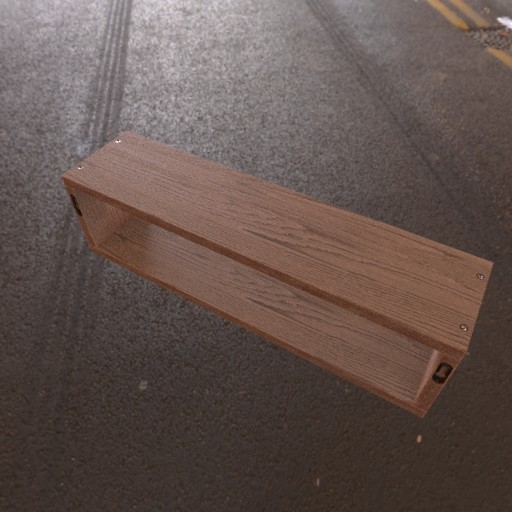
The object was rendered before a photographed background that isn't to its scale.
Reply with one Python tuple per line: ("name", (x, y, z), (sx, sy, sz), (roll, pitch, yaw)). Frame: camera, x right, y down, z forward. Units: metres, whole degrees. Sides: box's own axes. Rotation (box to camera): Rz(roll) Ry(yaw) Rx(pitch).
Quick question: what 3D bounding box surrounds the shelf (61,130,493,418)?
("shelf", (0.000, 0.000, 0.684), (0.610, 0.170, 0.150), (23, 51, 20))
